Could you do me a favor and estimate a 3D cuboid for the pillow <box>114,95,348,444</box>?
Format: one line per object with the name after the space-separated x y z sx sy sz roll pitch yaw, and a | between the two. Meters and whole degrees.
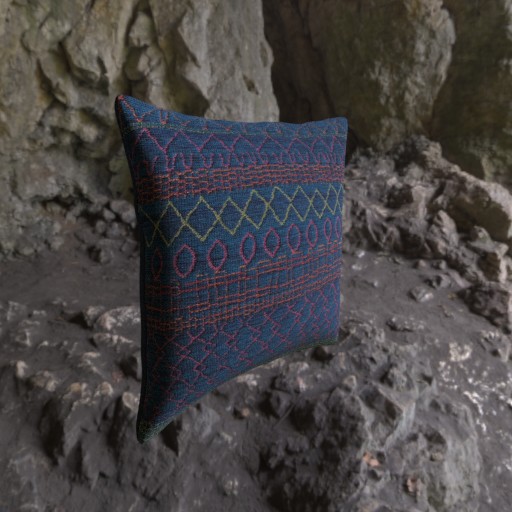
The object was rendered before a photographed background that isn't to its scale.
0.000 0.000 0.671 0.431 0.431 0.141 -13 19 -43 | pillow
